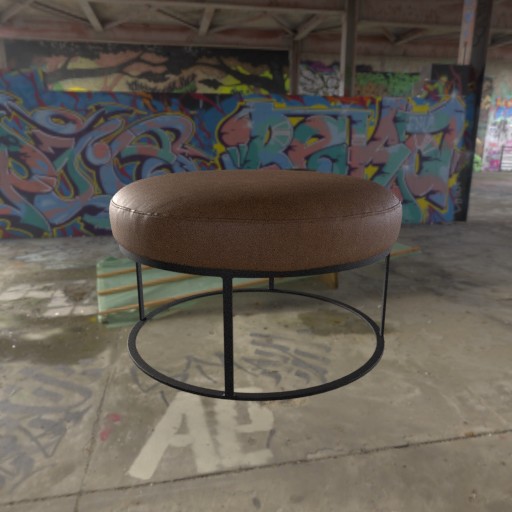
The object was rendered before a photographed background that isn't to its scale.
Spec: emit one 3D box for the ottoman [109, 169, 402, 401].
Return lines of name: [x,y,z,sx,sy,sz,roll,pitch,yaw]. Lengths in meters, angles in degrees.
ottoman: [0.000,0.000,1.259,0.771,0.460,0.771,0,15,0]
